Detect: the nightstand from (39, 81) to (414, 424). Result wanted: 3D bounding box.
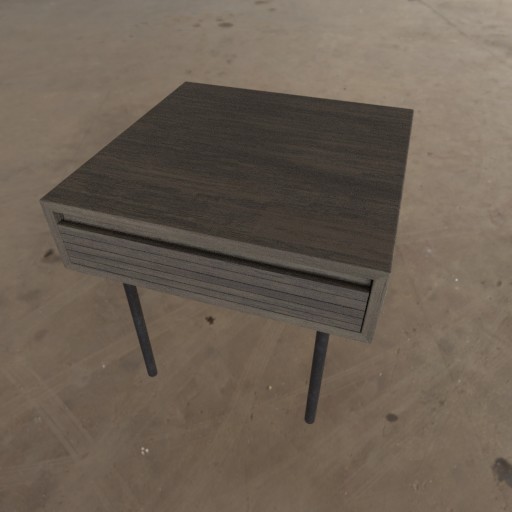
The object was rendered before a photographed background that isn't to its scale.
[{"bbox_3d":[0.000,0.000,0.926,0.502,0.497,0.503,12,43,14],"label":"nightstand"}]
